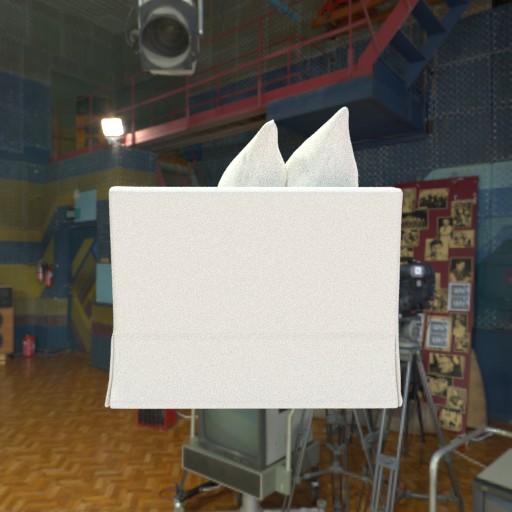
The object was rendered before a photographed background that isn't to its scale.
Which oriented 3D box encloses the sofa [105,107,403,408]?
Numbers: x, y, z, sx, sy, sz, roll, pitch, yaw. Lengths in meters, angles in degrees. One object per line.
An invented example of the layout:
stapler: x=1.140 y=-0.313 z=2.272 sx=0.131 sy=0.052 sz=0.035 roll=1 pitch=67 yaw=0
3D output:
sofa: x=0.000 y=0.000 z=2.238 sx=1.026 sy=1.039 sz=1.608 roll=0 pitch=-1 yaw=0
